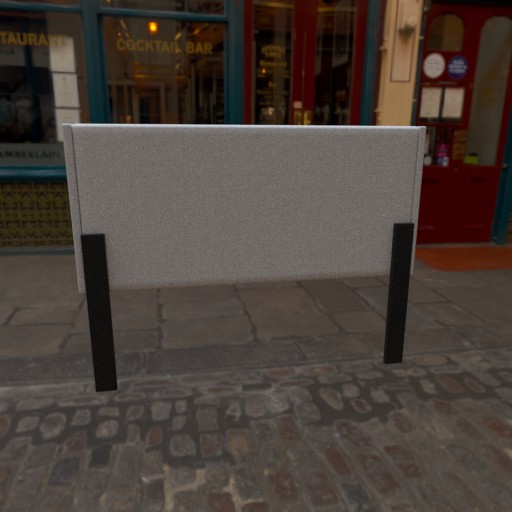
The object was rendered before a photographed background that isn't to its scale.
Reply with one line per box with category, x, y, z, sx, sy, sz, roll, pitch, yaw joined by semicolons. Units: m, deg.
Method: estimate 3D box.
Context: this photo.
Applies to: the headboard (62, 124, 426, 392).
headboard;0.000;0.000;2.695;2.051;1.524;0.184;-3;14;-10
